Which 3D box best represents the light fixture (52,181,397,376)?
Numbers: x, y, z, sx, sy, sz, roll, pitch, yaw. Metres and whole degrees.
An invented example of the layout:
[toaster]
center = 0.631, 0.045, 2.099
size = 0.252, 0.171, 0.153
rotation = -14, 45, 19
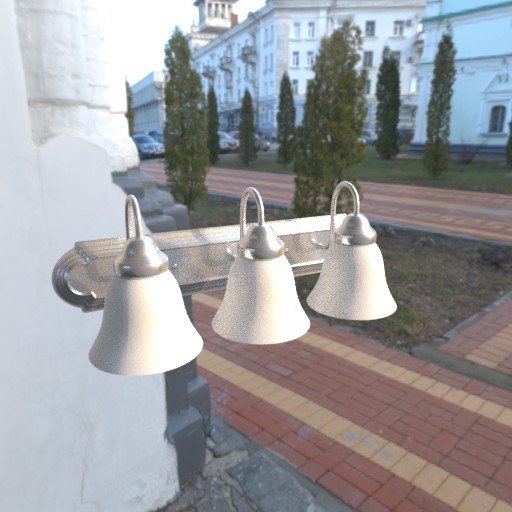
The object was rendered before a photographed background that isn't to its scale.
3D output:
[light fixture]
center = 0.000, 0.000, 0.731
size = 0.610, 0.222, 0.199
rotation = -8, 17, -27
